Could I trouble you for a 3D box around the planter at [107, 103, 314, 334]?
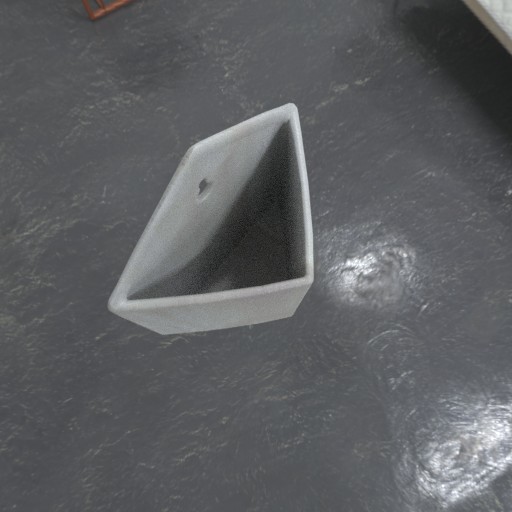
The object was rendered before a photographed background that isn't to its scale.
[{"bbox_3d":[0.000,0.000,0.284,0.080,0.194,0.163,38,78,9],"label":"planter"}]
